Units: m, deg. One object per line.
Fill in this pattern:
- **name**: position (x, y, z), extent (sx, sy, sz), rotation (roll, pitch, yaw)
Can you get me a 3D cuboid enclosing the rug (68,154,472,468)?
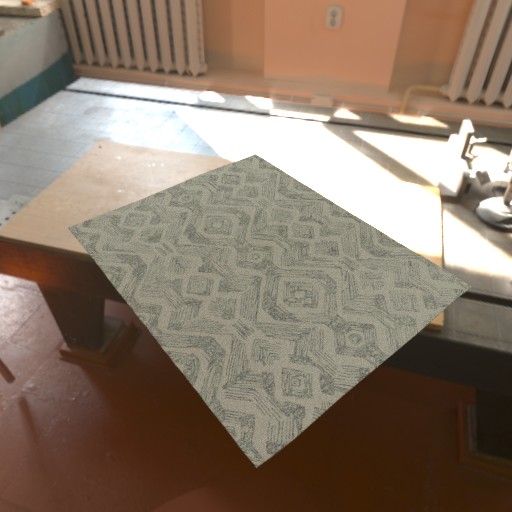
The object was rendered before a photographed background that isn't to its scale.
- **rug**: position (0.000, 0.000, 4.152), extent (2.430, 0.030, 3.054), rotation (-28, 49, -28)
